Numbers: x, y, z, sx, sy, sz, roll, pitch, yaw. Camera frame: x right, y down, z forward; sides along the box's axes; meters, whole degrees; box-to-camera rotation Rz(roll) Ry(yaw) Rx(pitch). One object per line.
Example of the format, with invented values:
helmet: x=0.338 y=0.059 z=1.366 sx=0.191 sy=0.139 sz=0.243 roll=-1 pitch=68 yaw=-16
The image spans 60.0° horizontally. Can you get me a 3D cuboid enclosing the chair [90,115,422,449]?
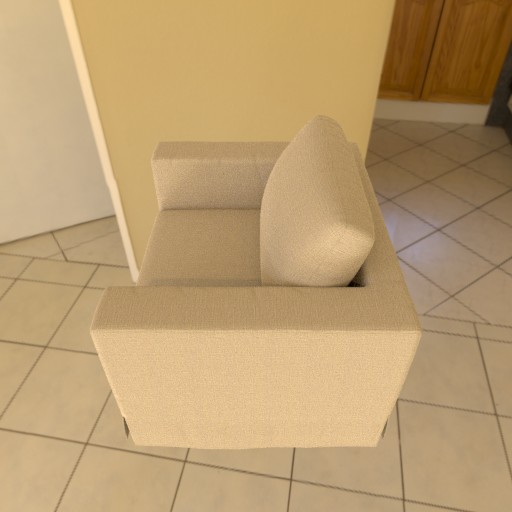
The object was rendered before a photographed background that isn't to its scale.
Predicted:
chair: x=0.000 y=0.000 z=1.767 sx=0.957 sy=0.878 sz=1.150 roll=0 pitch=42 yaw=0
